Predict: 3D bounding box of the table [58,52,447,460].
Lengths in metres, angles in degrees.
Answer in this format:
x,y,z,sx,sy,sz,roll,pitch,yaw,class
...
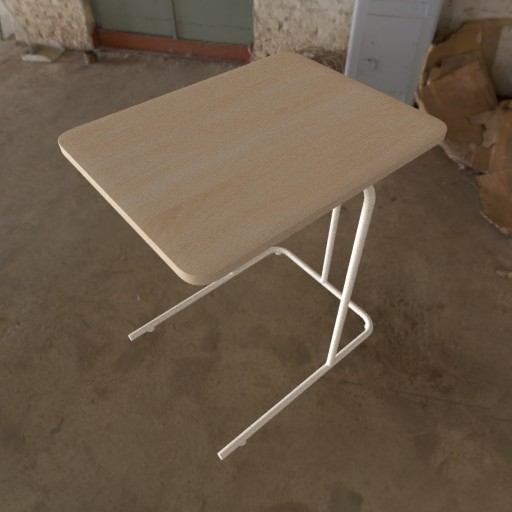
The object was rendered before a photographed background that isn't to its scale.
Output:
x,y,z,sx,sy,sz,roll,pitch,yaw,class
0.000,0.000,0.866,0.480,0.550,0.370,-32,55,-26,table
